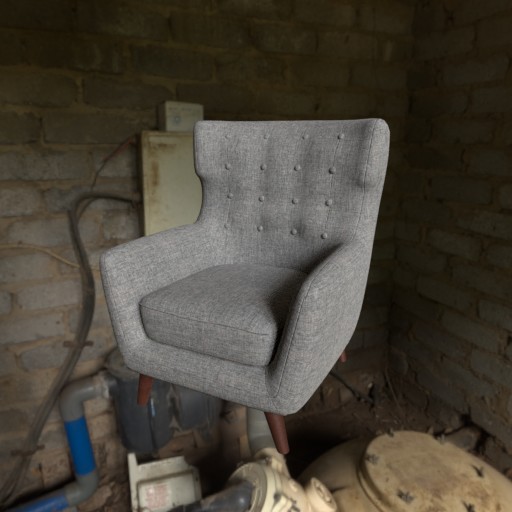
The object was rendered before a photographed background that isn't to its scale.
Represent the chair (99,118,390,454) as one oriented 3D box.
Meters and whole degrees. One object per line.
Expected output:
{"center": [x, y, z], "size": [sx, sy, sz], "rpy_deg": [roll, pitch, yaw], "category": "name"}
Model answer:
{"center": [0.000, 0.000, 1.788], "size": [0.878, 1.063, 0.904], "rpy_deg": [8, 17, 26], "category": "chair"}
